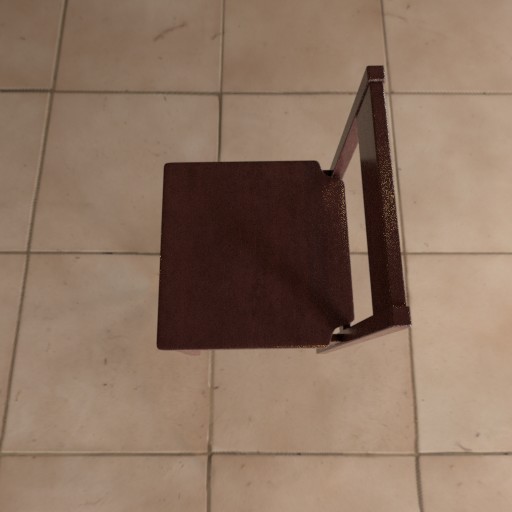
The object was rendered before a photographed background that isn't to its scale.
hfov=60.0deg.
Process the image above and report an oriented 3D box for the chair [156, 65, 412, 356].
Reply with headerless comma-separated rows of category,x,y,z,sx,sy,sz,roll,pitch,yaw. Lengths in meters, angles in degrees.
chair,0.000,0.000,0.879,0.361,0.668,0.367,-1,75,0
